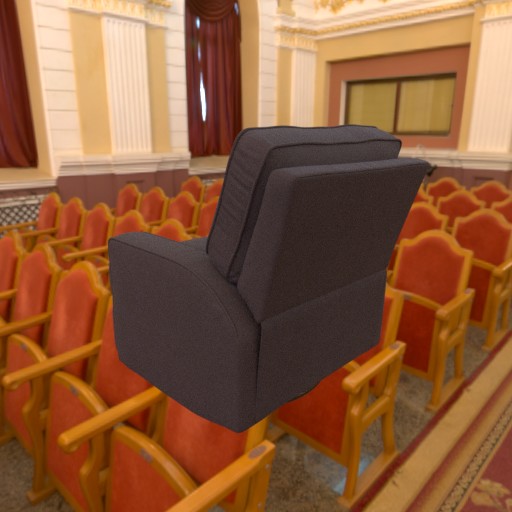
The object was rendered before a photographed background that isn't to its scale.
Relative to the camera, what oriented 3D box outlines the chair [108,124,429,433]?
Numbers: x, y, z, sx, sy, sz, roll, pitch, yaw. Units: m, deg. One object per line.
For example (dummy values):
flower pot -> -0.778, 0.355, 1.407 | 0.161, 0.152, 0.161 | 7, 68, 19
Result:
chair -> 0.000, 0.000, 1.692 | 0.964, 0.962, 0.861 | 14, 21, 42
